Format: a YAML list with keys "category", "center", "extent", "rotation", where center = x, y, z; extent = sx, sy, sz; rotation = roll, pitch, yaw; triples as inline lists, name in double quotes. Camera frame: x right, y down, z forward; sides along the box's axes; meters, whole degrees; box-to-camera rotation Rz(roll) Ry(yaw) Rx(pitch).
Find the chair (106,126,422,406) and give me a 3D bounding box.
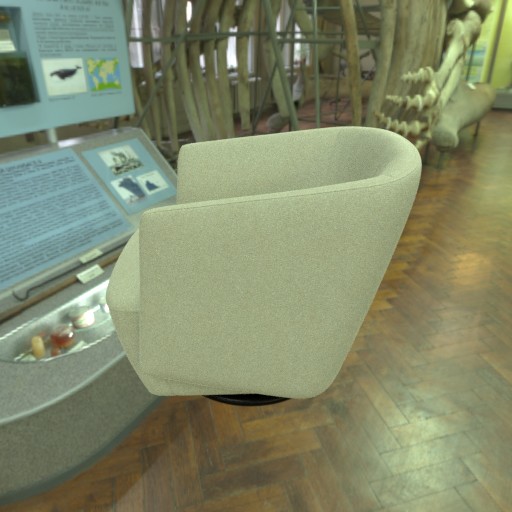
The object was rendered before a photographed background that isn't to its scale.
- category: "chair"
  center: [0.000, 0.000, 1.624]
  extent: [0.986, 0.861, 0.822]
  rotation: [0, 27, -1]
